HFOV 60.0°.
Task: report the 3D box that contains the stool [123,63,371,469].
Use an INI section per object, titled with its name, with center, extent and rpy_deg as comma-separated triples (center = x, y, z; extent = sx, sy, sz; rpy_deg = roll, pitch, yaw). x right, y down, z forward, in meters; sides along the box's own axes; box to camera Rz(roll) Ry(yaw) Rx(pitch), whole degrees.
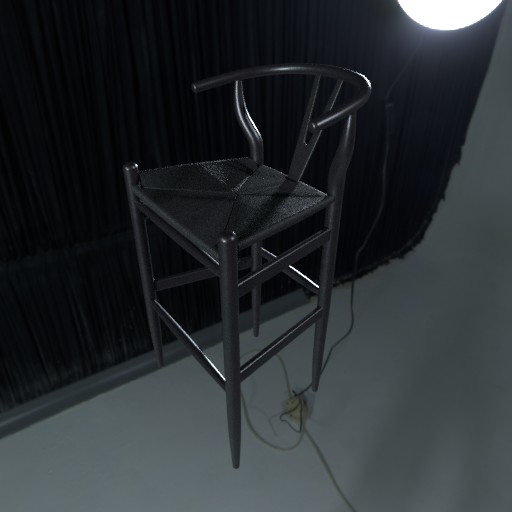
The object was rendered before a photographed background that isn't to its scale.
[stool]
center = 0.000, 0.000, 1.408
extent = 0.579, 1.072, 0.569
rpy_deg = -21, 37, -30
